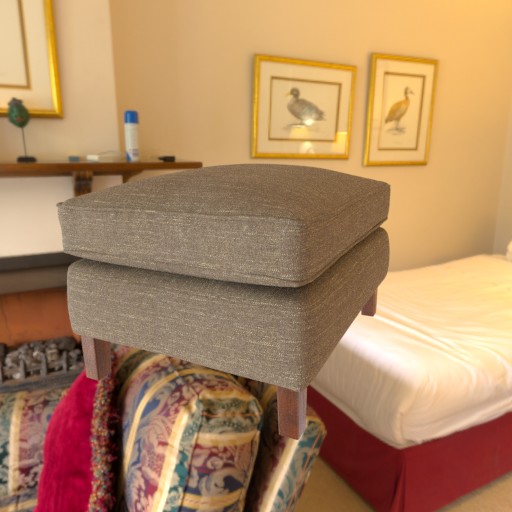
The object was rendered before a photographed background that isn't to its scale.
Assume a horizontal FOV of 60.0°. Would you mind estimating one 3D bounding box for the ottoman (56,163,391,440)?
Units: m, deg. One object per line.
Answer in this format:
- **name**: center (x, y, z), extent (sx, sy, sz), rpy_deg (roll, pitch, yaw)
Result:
- **ottoman**: center (0.000, 0.000, 0.999), extent (0.508, 0.406, 0.686), rpy_deg (7, 15, 25)
